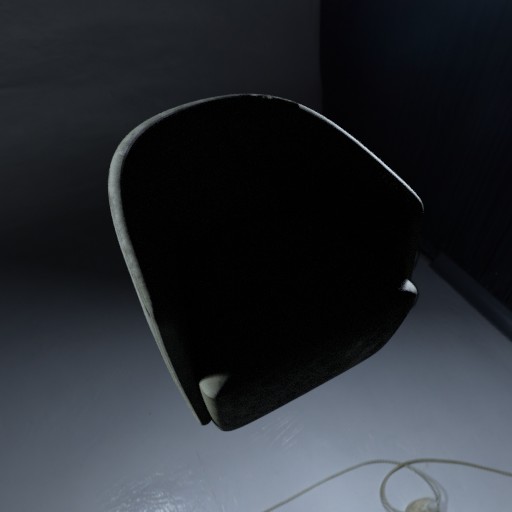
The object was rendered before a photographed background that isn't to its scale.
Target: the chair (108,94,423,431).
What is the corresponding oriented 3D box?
[{"bbox_3d":[0.000,0.000,1.353,0.773,0.698,0.767,-22,50,-20],"label":"chair"}]
